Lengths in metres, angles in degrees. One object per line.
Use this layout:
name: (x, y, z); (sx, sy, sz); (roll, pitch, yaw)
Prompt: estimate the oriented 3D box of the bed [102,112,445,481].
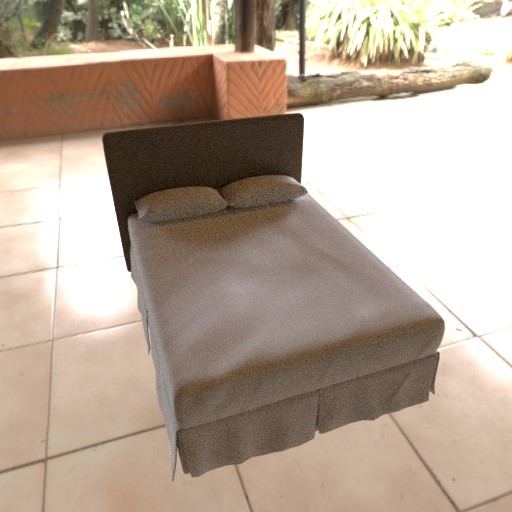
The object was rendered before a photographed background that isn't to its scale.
bed: (0.000, 0.000, 3.090); (1.723, 1.330, 2.142); (-11, 35, -17)
